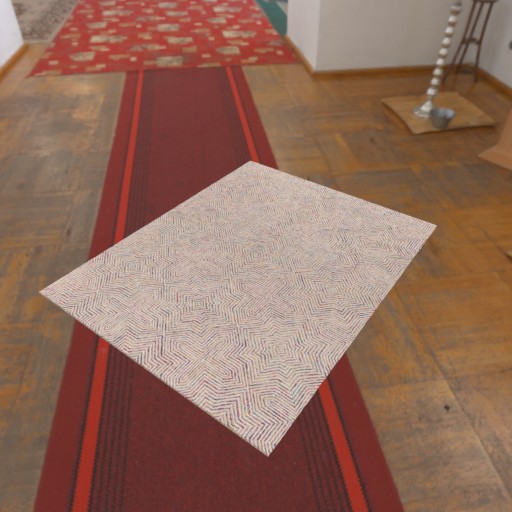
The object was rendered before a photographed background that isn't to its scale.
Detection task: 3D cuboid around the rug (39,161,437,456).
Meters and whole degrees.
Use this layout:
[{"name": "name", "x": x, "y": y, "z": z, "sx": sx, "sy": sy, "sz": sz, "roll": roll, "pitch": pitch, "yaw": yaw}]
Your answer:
[{"name": "rug", "x": 0.000, "y": 0.000, "z": 4.231, "sx": 2.442, "sy": 0.008, "sz": 3.046, "roll": 25, "pitch": 45, "yaw": 27}]
